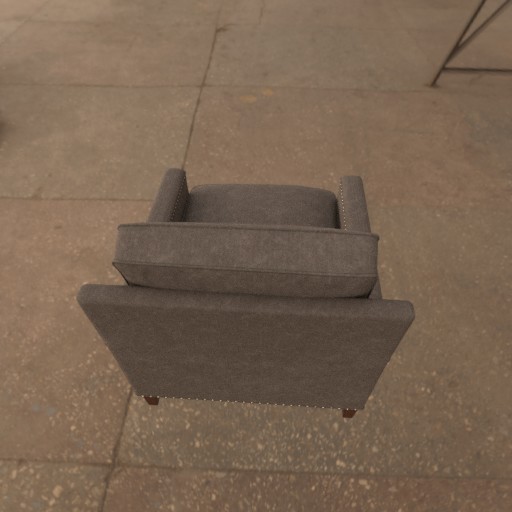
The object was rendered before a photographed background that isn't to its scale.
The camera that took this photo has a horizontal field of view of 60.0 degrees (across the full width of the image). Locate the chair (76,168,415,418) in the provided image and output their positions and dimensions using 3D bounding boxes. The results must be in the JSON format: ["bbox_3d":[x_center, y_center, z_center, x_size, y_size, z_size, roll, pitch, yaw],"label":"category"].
[{"bbox_3d":[0.000,0.000,1.672,0.853,0.948,1.014,3,46,3],"label":"chair"}]
